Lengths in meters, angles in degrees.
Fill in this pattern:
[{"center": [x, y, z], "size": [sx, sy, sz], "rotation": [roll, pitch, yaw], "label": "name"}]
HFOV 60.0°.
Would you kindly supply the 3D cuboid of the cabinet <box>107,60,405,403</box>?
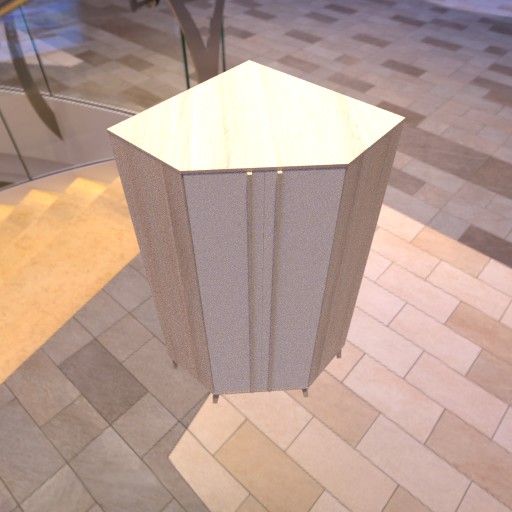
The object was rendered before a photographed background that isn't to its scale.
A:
[{"center": [0.000, 0.000, 2.696], "size": [1.272, 1.957, 0.969], "rotation": [-3, 47, -3], "label": "cabinet"}]
